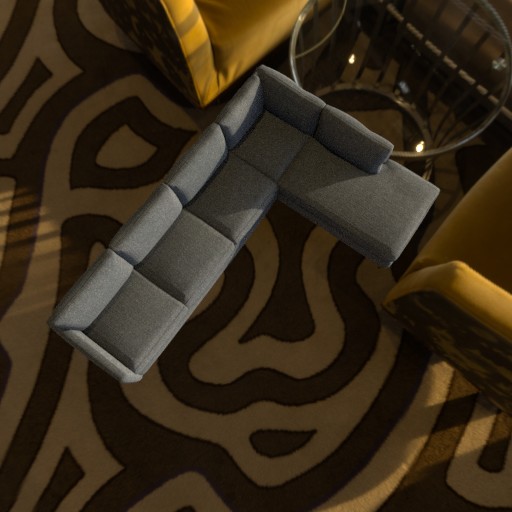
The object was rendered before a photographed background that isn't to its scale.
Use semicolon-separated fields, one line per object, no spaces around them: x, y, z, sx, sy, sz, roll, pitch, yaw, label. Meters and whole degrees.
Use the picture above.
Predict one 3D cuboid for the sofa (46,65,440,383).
0.000;0.000;3.806;2.007;0.815;2.949;35;78;9;sofa
